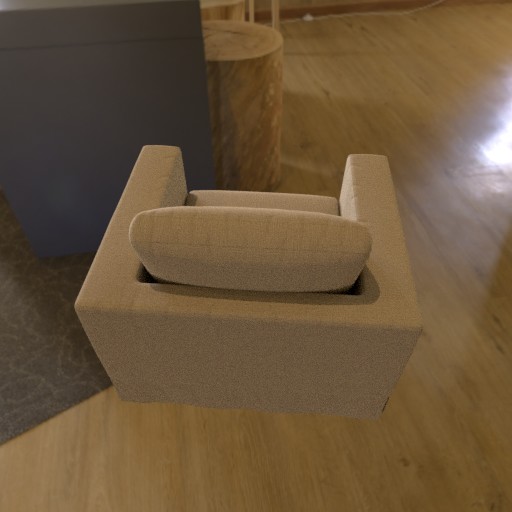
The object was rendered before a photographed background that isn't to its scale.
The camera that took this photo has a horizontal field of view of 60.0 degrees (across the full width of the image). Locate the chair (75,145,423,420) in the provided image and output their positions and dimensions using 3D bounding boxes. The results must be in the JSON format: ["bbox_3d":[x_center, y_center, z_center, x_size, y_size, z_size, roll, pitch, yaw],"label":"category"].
[{"bbox_3d":[0.000,0.000,1.853,1.150,0.878,0.957,3,47,3],"label":"chair"}]
